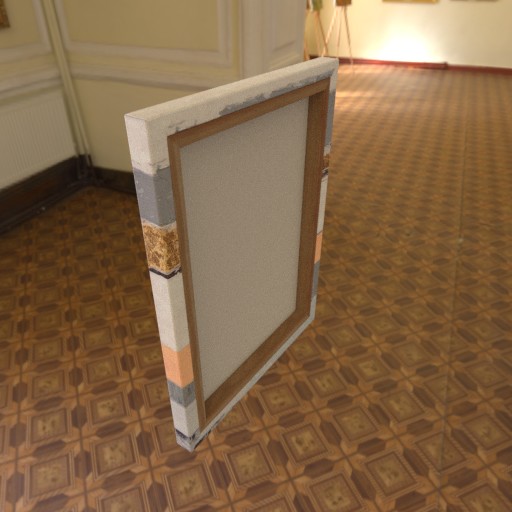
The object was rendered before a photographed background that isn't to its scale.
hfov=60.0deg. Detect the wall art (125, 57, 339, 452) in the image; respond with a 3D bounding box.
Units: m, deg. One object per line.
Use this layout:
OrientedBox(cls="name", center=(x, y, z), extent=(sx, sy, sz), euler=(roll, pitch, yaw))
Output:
OrientedBox(cls="wall art", center=(0.000, 0.000, 0.808), extent=(0.038, 0.609, 0.456), euler=(22, 39, 29))
